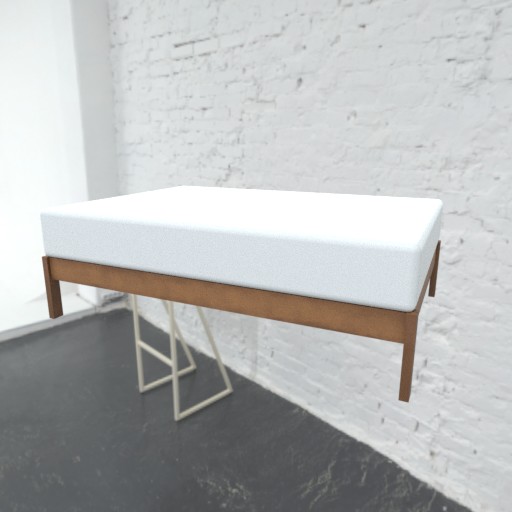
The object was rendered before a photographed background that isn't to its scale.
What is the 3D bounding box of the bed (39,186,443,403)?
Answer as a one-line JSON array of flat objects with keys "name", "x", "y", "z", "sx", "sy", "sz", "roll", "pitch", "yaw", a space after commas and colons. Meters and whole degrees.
[{"name": "bed", "x": 0.000, "y": 0.000, "z": 2.600, "sx": 1.927, "sy": 0.616, "sz": 1.348, "roll": 7, "pitch": 16, "yaw": 24}]
